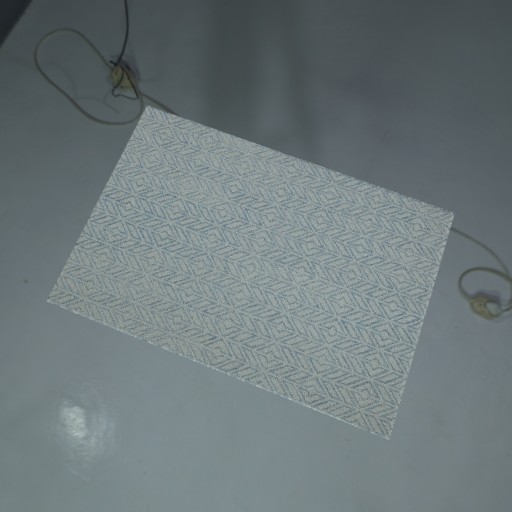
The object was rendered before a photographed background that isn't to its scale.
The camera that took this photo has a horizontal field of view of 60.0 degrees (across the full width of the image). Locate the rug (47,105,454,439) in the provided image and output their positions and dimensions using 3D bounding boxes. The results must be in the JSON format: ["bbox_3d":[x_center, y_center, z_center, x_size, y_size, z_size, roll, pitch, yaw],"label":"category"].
[{"bbox_3d":[0.000,0.000,2.330,1.824,0.008,1.220,21,76,5],"label":"rug"}]
